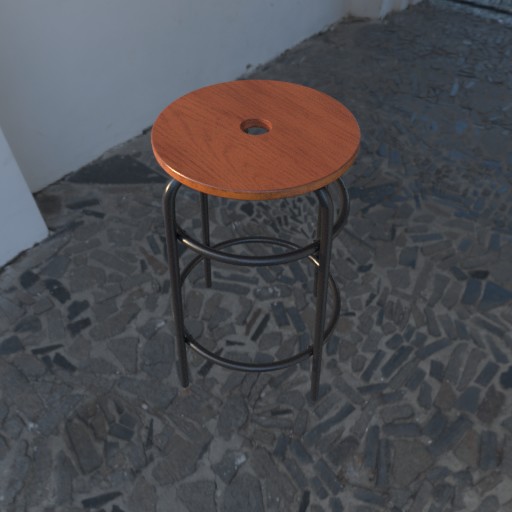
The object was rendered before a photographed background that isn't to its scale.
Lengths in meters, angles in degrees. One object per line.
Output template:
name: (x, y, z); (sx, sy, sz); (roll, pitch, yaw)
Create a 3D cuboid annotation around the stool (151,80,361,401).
stool: (0.000, 0.000, 0.937); (0.455, 0.610, 0.455); (-30, 54, -25)
